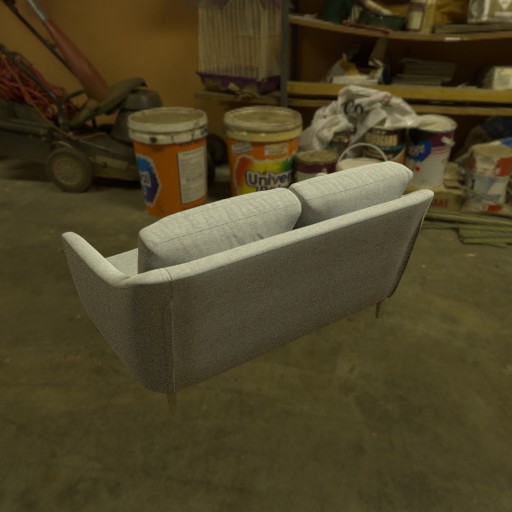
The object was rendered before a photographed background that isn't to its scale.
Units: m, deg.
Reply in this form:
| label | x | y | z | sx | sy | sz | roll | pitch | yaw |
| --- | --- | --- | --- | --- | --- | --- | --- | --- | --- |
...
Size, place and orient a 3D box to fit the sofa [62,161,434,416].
| label | x | y | z | sx | sy | sz | roll | pitch | yaw |
| --- | --- | --- | --- | --- | --- | --- | --- | --- | --- |
| sofa | 0.000 | 0.000 | 2.220 | 1.619 | 0.904 | 0.960 | -18 | 34 | -28 |
